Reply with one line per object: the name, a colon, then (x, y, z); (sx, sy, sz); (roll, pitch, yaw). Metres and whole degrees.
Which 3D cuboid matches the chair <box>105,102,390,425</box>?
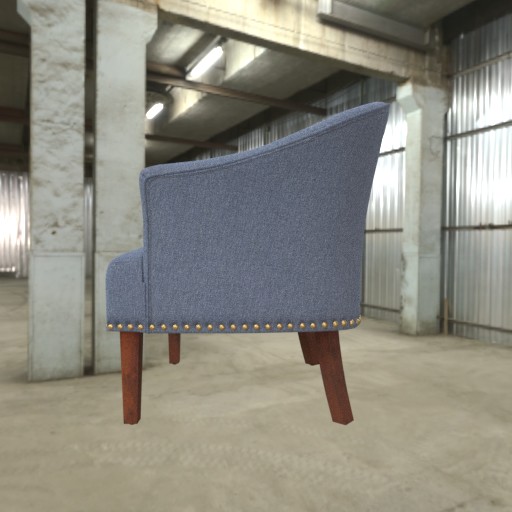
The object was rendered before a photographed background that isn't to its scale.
chair: (0.000, 0.000, 1.346); (0.704, 0.815, 0.772); (0, 1, 0)
